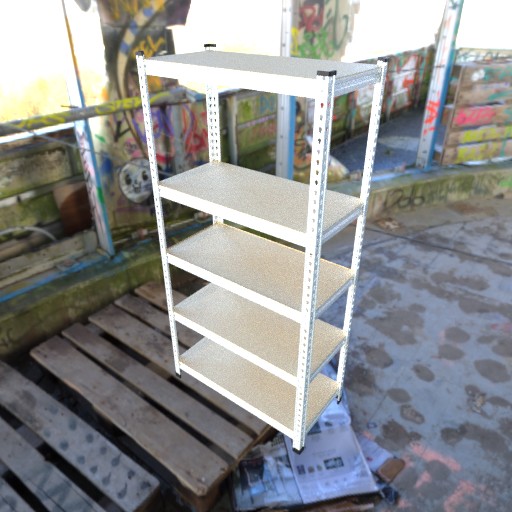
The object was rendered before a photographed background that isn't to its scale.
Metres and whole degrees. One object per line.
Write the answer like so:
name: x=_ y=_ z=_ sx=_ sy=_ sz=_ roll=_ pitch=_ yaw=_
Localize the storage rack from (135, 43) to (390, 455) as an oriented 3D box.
storage rack: x=0.000 y=0.000 z=2.197 sx=0.914 sy=1.829 sz=0.457 roll=21 pitch=37 yaw=32
